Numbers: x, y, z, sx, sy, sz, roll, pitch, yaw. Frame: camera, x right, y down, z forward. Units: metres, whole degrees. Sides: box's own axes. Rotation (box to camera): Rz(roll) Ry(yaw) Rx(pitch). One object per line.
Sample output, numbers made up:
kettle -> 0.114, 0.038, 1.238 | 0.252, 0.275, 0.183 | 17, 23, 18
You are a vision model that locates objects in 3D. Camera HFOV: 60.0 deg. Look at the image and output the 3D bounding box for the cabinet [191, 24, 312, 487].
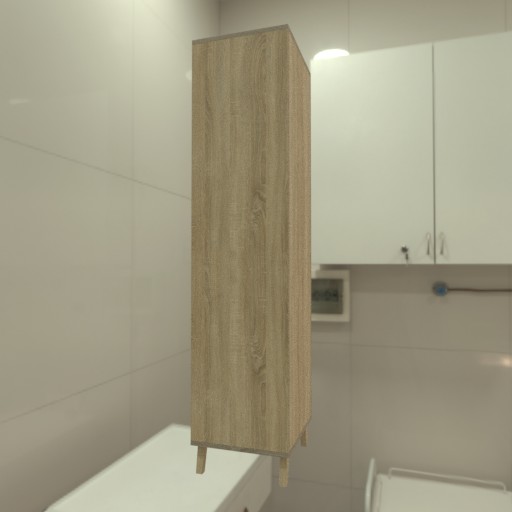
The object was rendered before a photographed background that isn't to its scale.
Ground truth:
cabinet -> 0.000, 0.000, 2.173 | 0.450, 1.960, 0.510 | 0, -1, 18
